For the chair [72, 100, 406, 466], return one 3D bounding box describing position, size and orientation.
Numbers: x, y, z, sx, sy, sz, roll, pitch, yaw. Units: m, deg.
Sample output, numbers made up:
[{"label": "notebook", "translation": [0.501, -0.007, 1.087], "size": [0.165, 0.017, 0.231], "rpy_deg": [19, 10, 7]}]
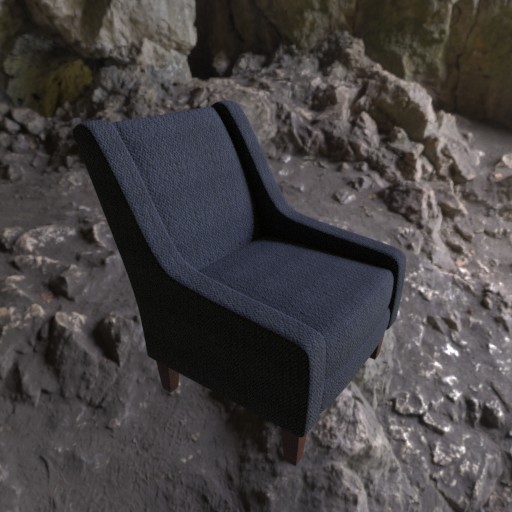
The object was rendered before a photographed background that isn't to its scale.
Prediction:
[{"label": "chair", "translation": [0.000, 0.000, 1.697], "size": [0.944, 1.012, 0.793], "rpy_deg": [17, 31, 32]}]
